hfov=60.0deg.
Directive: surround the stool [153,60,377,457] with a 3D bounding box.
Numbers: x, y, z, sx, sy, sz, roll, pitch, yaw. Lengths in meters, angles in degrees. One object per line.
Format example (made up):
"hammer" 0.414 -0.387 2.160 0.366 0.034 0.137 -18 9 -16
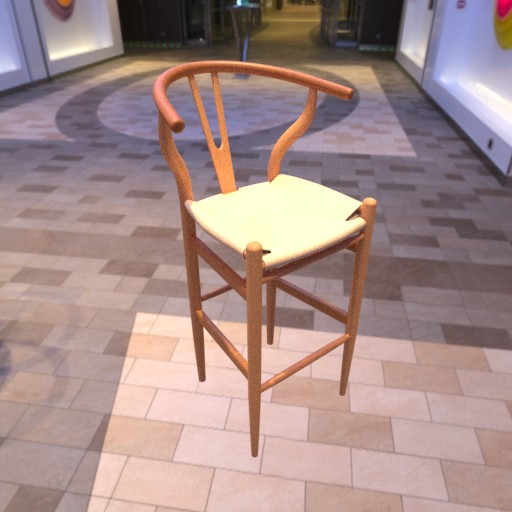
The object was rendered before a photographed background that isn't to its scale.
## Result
"stool" 0.000 0.000 1.385 0.574 1.068 0.561 -22 37 -32
